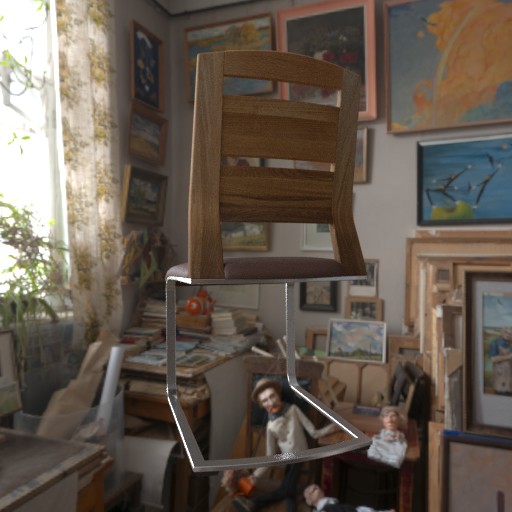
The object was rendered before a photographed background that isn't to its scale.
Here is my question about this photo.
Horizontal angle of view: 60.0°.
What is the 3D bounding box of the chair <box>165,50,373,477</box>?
[{"bbox_3d":[0.000,0.000,1.285,0.460,0.970,0.570,0,1,-18],"label":"chair"}]
